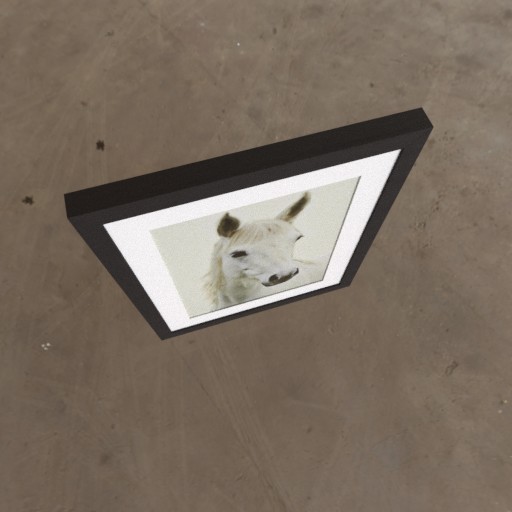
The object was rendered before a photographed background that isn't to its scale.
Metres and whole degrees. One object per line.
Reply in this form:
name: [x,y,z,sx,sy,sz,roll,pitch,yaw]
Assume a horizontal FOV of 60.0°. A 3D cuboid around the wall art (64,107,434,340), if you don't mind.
wall art: [0.000,0.000,0.784,0.455,0.552,0.034,-15,66,-7]
